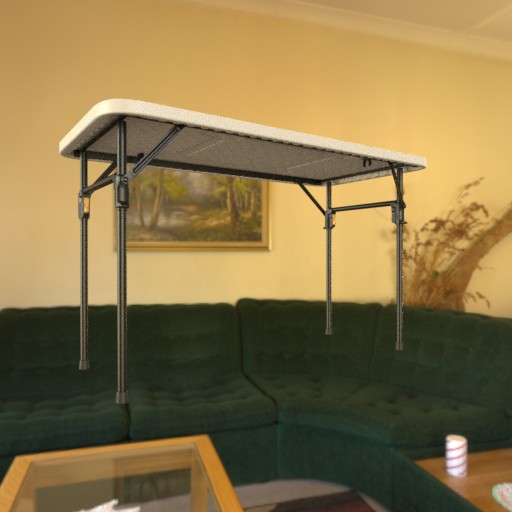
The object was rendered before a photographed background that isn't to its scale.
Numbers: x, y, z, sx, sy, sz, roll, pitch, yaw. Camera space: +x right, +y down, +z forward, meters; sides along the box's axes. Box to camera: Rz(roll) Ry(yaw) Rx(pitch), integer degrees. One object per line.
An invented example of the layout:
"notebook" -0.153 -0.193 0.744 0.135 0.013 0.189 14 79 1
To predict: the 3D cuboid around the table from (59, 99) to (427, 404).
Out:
"table" 0.000 0.000 1.577 1.219 0.729 0.610 0 0 -34
